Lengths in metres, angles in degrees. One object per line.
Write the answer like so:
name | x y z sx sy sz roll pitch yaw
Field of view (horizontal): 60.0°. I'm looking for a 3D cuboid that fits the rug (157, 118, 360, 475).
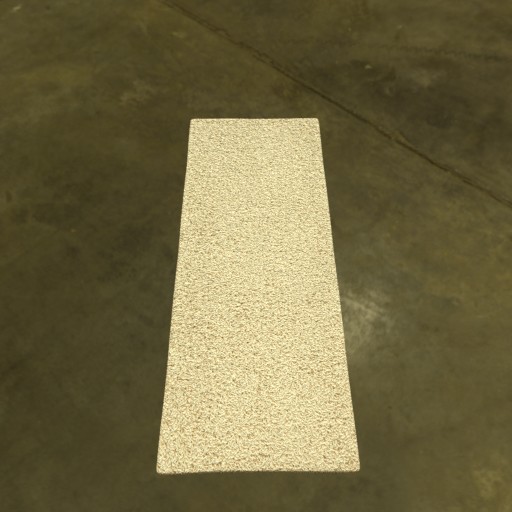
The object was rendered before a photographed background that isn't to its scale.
rug | 0.000 0.000 1.721 0.609 0.030 1.524 0 59 0
